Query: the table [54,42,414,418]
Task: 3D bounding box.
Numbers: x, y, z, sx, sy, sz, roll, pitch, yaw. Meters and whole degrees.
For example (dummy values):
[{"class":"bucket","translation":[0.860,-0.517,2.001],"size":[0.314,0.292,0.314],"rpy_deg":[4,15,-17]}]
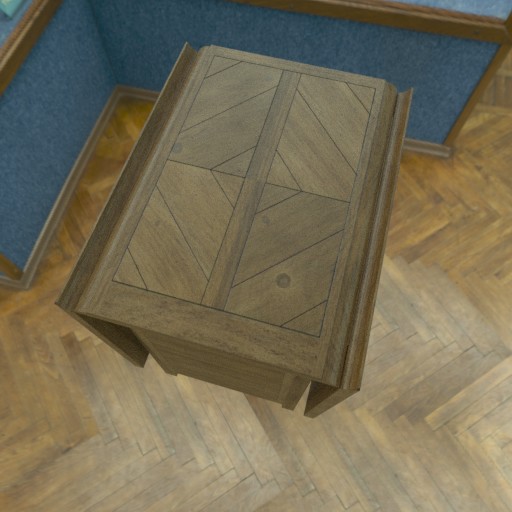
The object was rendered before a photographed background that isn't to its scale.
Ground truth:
[{"class":"table","translation":[0.000,0.000,1.304],"size":[0.591,0.763,0.746],"rpy_deg":[14,66,7]}]
